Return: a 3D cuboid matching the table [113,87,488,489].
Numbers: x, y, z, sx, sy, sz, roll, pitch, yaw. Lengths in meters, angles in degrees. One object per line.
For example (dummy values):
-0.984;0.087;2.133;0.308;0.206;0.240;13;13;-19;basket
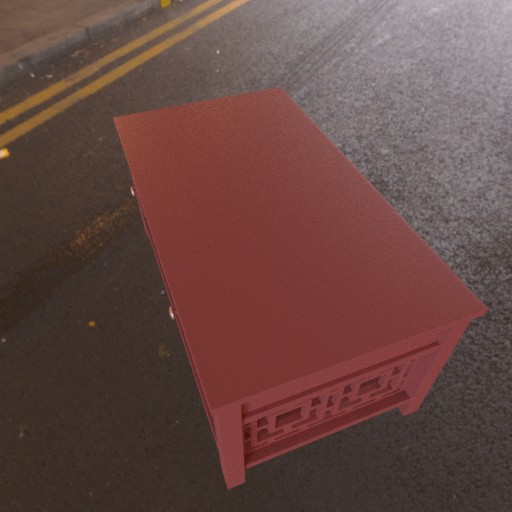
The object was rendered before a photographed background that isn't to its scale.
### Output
0.000;0.000;1.359;0.612;0.493;1.068;-16;48;-15;table
